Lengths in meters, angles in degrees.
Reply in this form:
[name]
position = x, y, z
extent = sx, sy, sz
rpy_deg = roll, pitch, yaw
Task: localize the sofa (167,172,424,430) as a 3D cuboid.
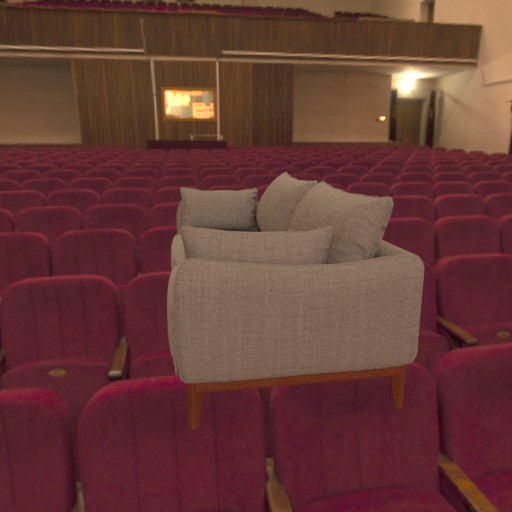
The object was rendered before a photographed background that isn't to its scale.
[sofa]
position = 0.000, 0.000, 2.514
extent = 0.972, 0.851, 1.989
rpy_deg = -2, 14, -9
